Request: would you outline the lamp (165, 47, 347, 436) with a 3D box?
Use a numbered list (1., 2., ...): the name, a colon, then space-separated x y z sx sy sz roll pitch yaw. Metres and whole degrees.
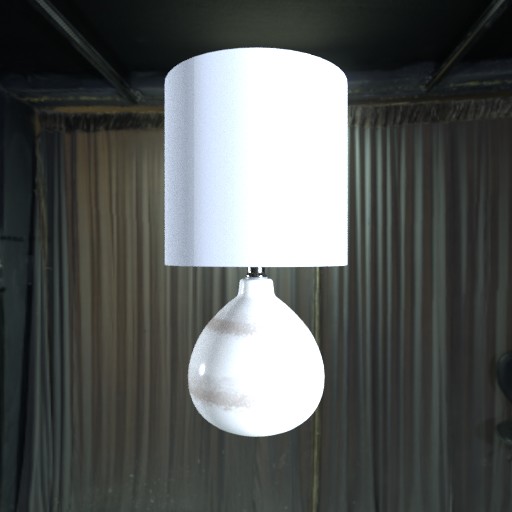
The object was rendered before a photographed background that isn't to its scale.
1. lamp: 0.000 0.000 0.537 0.217 0.404 0.217 0 0 -1
